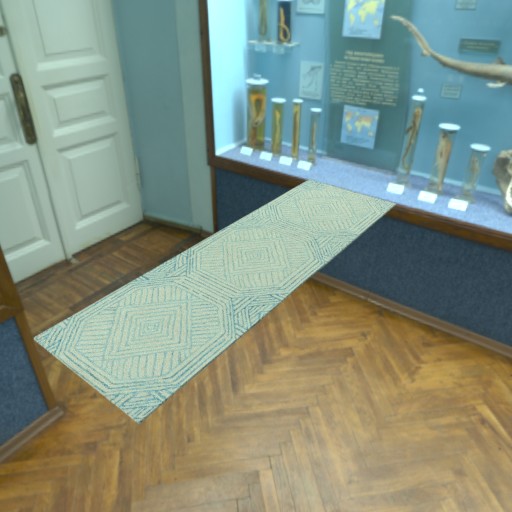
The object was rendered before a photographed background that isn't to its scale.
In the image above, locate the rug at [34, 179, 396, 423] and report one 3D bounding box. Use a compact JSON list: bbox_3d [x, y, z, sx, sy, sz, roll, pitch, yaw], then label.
[{"bbox_3d":[0.000,0.000,2.716,0.775,0.012,2.452,23,39,31],"label":"rug"}]
